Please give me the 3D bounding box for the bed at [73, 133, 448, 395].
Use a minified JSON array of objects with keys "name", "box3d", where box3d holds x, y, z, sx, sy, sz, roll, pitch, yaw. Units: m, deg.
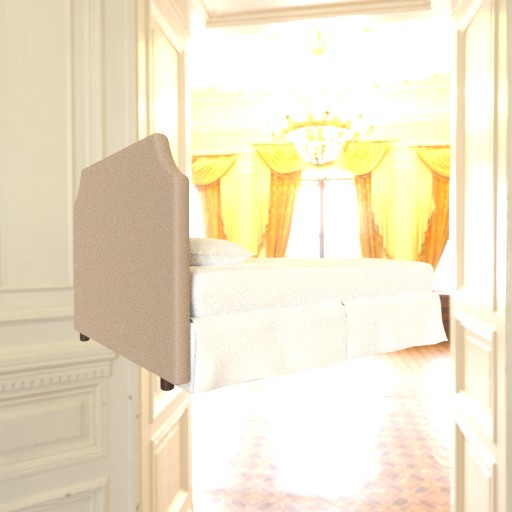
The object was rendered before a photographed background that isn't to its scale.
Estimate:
[{"name":"bed","box3d":[0.000,0.000,4.220,2.773,1.590,2.350,-1,1,-37]}]
